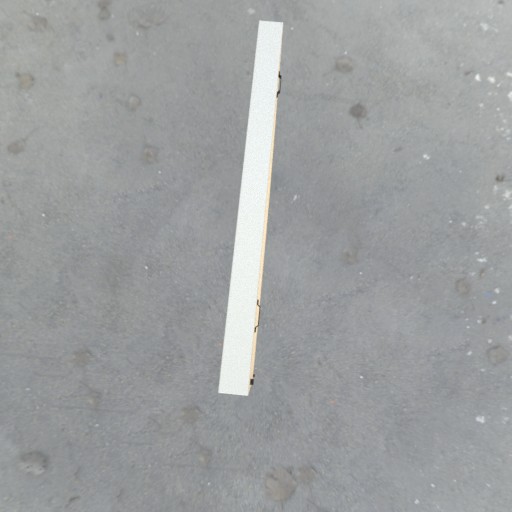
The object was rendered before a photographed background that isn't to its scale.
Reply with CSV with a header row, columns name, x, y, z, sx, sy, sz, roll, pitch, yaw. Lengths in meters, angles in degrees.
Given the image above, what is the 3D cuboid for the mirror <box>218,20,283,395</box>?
name,x,y,z,sx,sy,sz,roll,pitch,yaw
mirror,0.000,0.000,0.910,0.039,0.710,0.507,5,76,1
